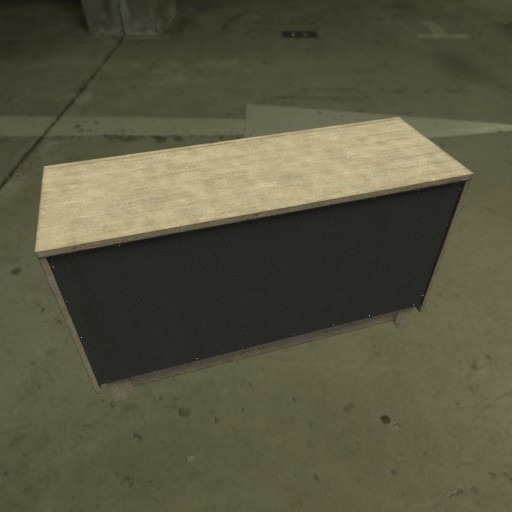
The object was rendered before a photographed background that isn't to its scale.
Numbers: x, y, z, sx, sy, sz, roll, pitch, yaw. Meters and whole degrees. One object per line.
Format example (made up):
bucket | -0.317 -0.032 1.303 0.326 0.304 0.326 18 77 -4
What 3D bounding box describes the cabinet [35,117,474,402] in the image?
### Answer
cabinet | 0.000 0.000 1.863 1.460 0.825 0.511 -11 42 -13
